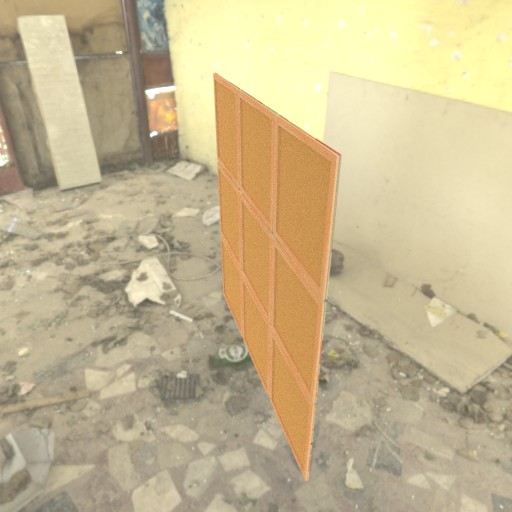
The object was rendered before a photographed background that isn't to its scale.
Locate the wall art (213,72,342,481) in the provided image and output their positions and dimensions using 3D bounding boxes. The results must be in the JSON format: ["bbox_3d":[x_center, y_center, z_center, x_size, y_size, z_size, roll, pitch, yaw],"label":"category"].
[{"bbox_3d":[0.000,0.000,1.800,0.013,1.220,1.216,-9,32,-15],"label":"wall art"}]
